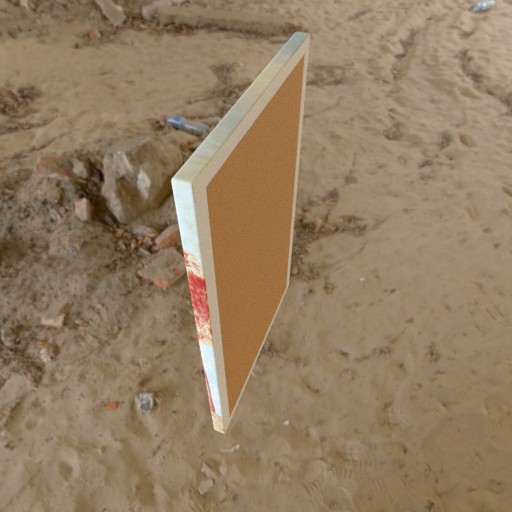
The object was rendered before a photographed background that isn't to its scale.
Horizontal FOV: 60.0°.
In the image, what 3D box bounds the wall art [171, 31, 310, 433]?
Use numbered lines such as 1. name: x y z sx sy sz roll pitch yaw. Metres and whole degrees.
1. wall art: 0.000 0.000 1.165 0.037 0.915 0.605 16 49 14
